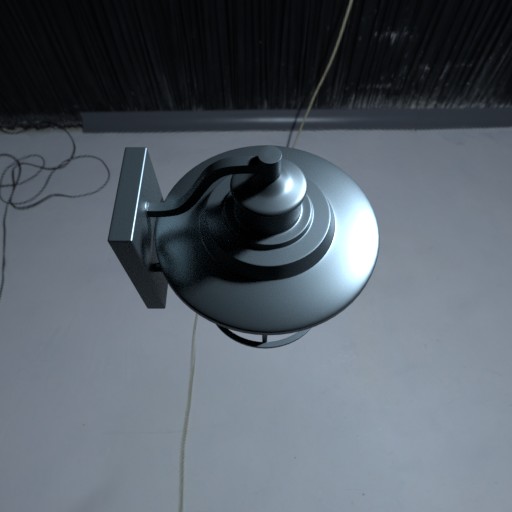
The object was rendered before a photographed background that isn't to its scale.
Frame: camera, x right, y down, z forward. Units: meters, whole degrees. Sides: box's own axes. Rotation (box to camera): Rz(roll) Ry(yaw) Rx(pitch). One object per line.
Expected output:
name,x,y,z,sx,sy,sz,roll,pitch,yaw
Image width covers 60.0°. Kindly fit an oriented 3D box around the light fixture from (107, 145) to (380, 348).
light fixture,0.000,0.000,0.507,0.252,0.345,0.222,0,62,0
